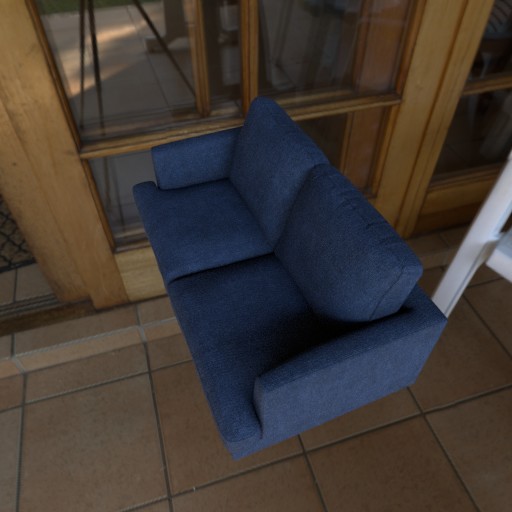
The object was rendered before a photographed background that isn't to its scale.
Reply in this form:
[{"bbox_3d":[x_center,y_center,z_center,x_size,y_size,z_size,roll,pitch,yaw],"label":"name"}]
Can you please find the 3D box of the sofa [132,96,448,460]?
[{"bbox_3d":[0.000,0.000,2.151,0.903,0.944,1.582,-17,49,-15],"label":"sofa"}]
